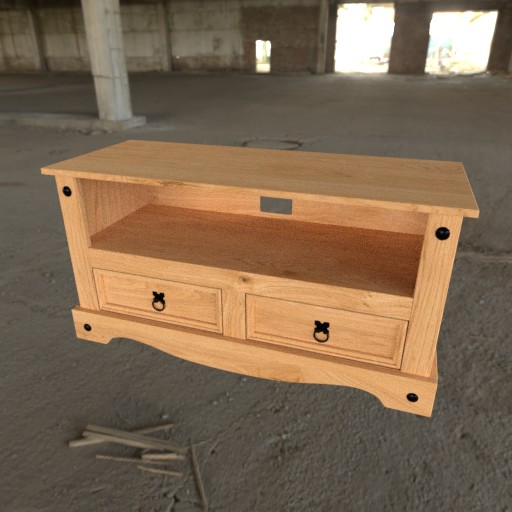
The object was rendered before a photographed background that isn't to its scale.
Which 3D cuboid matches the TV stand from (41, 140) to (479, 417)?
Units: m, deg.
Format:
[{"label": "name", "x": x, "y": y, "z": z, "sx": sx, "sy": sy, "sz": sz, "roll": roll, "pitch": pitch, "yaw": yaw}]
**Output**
[{"label": "TV stand", "x": 0.000, "y": 0.000, "z": 1.335, "sx": 1.080, "sy": 0.550, "sz": 0.440, "roll": 8, "pitch": 26, "yaw": 17}]
